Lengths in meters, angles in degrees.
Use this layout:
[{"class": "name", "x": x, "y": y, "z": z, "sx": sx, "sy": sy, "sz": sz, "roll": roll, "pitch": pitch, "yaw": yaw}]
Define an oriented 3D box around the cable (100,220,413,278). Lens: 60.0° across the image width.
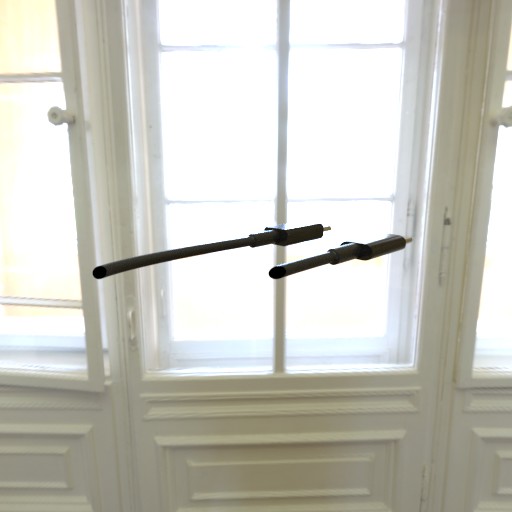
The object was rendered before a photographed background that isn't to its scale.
[{"class": "cable", "x": 0.000, "y": 0.000, "z": 0.116, "sx": 0.098, "sy": 0.006, "sz": 0.040, "roll": -13, "pitch": 18, "yaw": -43}]
